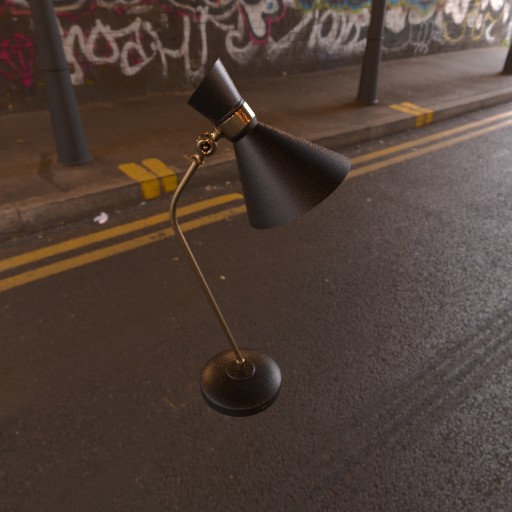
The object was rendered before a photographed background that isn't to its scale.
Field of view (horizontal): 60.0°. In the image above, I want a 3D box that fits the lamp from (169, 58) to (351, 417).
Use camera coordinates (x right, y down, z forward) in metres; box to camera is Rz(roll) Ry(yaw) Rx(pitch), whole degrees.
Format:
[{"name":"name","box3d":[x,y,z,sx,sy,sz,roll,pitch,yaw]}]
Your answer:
[{"name":"lamp","box3d":[0.000,0.000,0.784,0.292,0.647,0.189,1,32,2]}]
